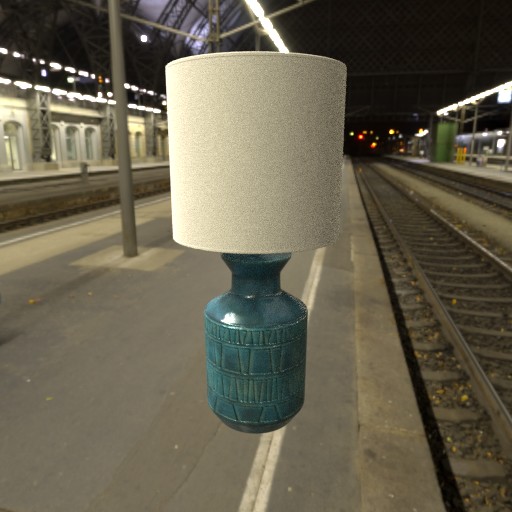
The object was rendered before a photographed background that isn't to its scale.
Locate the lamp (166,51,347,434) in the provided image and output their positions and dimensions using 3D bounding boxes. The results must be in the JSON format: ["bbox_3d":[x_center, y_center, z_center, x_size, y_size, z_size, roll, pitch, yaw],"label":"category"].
[{"bbox_3d":[0.000,0.000,0.581,0.211,0.455,0.211,-2,14,-10],"label":"lamp"}]
